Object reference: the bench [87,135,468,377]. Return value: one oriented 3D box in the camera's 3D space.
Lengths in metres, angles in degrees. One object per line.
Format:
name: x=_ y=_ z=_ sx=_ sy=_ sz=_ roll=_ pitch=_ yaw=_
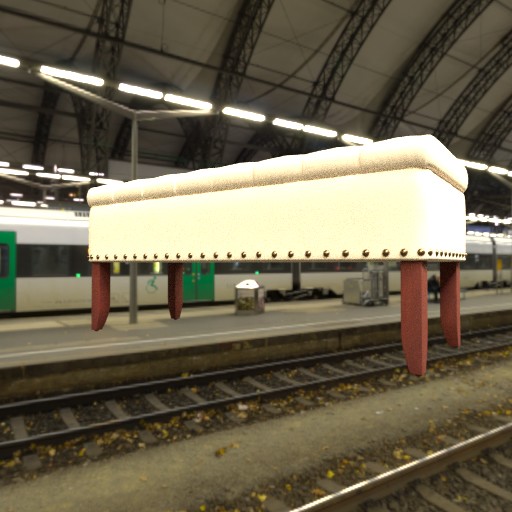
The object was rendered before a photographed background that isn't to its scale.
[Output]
bench: x=0.000 y=0.000 z=1.262 sx=1.054 sy=0.470 sz=0.400 roll=-1 pitch=-1 yaw=35
